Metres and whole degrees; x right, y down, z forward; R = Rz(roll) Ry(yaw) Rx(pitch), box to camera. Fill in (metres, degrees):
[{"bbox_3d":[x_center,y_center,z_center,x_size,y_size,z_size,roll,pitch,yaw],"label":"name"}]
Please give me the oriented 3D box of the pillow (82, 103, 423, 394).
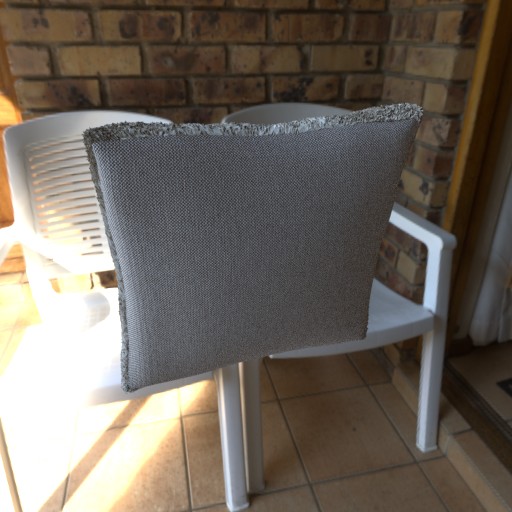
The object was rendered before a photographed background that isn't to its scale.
[{"bbox_3d":[0.000,0.000,0.793,0.529,0.515,0.218,-9,28,-17],"label":"pillow"}]
